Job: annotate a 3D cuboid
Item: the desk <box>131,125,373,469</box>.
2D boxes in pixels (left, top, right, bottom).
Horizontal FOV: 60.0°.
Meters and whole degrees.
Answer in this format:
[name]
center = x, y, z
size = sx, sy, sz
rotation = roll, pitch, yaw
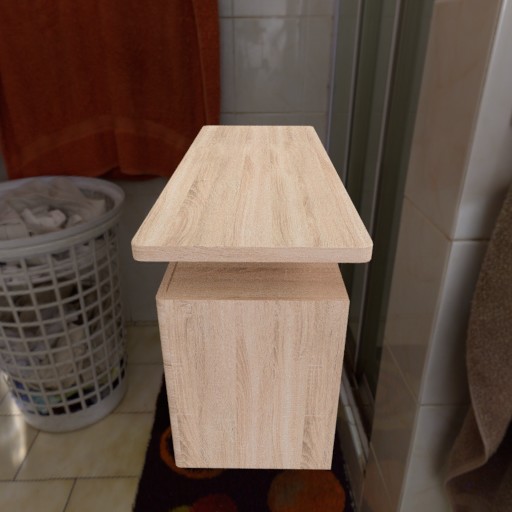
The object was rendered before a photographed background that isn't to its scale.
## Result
[desk]
center = 0.000, 0.000, 1.780
size = 0.550, 0.760, 1.400
rotation = 0, 27, 1
